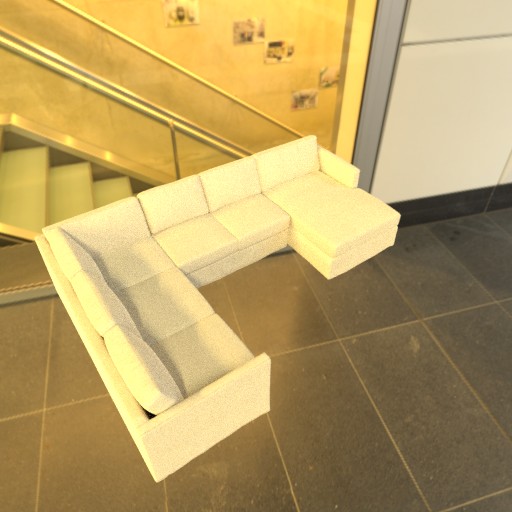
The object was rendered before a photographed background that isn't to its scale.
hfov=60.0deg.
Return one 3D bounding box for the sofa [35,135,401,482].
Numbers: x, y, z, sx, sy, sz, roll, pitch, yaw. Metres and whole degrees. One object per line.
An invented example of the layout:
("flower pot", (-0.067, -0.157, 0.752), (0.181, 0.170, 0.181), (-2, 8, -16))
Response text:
("sofa", (0.000, 0.000, 4.370), (3.460, 0.882, 2.427), (-25, 47, -26))
